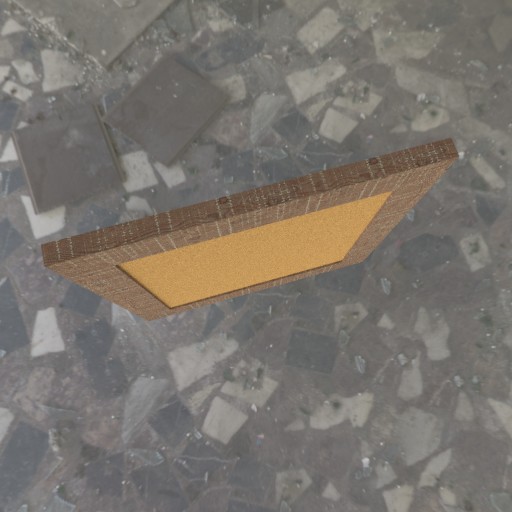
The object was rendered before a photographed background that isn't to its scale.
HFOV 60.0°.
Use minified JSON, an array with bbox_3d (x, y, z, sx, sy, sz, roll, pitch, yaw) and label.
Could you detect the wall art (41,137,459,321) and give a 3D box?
[{"bbox_3d":[0.000,0.000,0.805,0.531,0.531,0.029,-15,75,-4],"label":"wall art"}]
